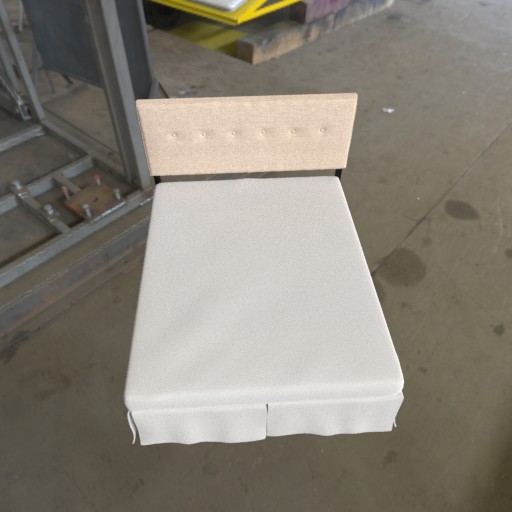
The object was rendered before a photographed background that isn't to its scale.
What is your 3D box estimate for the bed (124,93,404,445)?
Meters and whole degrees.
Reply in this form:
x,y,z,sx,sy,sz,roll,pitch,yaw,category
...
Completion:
x,y,z,sx,sy,sz,roll,pitch,yaw,category
0.000,0.000,2.943,1.643,1.270,1.978,-3,46,-3,bed
